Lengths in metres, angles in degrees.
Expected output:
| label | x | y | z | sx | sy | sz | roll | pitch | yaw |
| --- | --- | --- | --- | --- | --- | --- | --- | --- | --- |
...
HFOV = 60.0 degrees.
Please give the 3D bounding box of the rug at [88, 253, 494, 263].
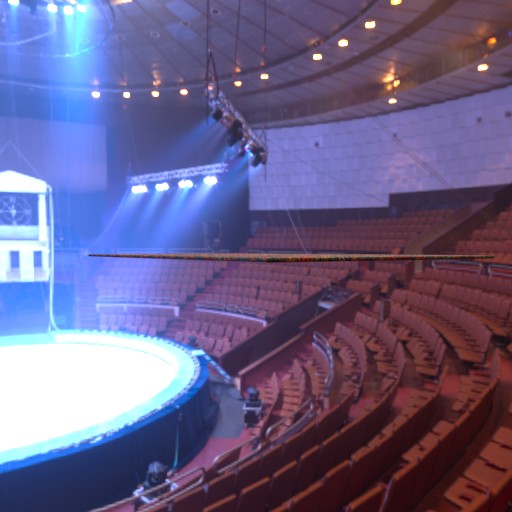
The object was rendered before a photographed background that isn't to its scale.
| label | x | y | z | sx | sy | sz | roll | pitch | yaw |
| --- | --- | --- | --- | --- | --- | --- | --- | --- | --- |
| rug | 0.000 | 0.000 | 2.301 | 1.216 | 0.014 | 1.836 | 0 | 1 | -35 |
